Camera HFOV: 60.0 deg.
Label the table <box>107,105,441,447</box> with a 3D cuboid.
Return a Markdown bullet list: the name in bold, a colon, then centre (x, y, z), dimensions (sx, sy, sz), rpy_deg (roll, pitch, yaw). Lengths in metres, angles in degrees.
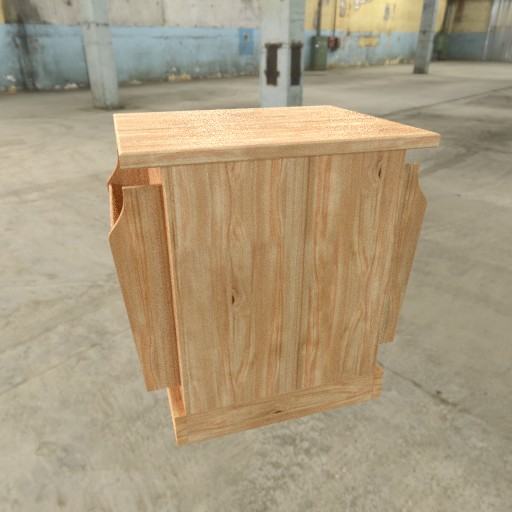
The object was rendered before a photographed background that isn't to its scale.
- **table**: centre (0.000, 0.000, 0.881), dimensions (0.530, 0.515, 0.380), rpy_deg (-8, 26, -16)
